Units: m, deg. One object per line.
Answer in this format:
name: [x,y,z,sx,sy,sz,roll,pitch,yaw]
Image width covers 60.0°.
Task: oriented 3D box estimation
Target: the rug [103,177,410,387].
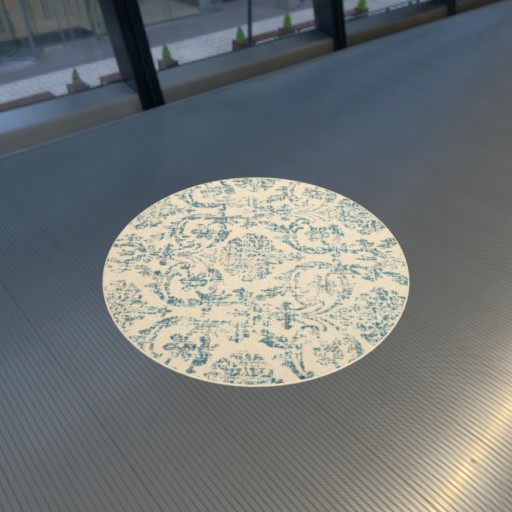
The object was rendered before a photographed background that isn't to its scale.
rug: [0.000,0.000,2.376,1.593,0.012,1.593,0,41,0]
